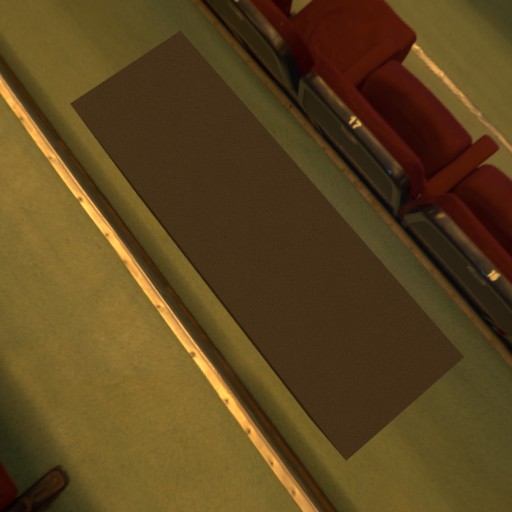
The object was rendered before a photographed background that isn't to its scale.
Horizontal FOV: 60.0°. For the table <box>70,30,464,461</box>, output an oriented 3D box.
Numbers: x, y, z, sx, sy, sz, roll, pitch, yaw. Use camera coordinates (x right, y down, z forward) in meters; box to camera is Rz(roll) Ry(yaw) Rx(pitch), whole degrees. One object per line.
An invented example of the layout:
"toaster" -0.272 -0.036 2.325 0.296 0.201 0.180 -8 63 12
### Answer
"table" 0.000 0.000 1.599 0.400 0.855 1.200 -38 80 -8
